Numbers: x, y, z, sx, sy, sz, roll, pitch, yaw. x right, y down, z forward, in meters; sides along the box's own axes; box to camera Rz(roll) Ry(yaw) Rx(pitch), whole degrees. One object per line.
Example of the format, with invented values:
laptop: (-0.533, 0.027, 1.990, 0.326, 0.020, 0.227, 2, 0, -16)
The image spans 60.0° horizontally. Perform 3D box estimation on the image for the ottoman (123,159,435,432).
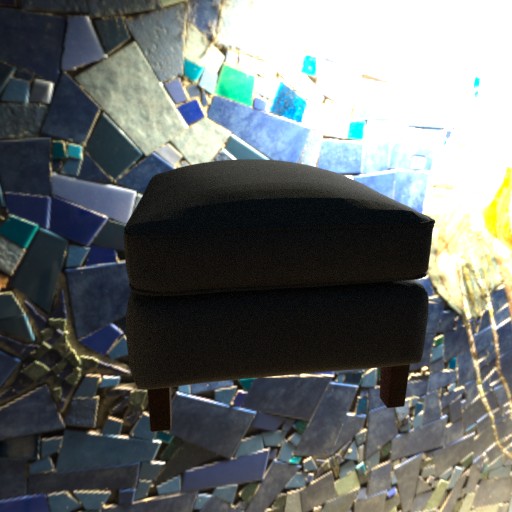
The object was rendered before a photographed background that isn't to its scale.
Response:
ottoman: (0.000, 0.000, 0.983, 0.508, 0.406, 0.686, -3, 17, -8)
